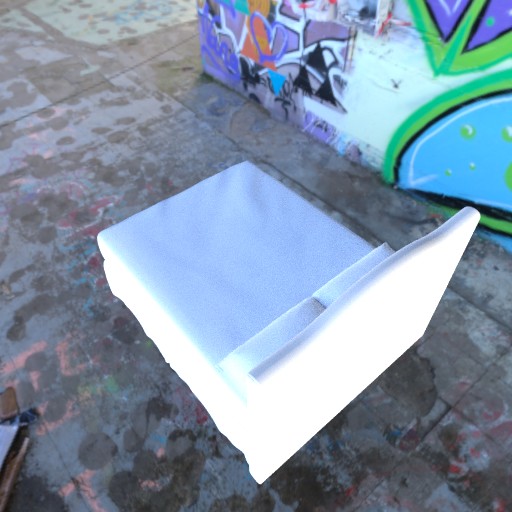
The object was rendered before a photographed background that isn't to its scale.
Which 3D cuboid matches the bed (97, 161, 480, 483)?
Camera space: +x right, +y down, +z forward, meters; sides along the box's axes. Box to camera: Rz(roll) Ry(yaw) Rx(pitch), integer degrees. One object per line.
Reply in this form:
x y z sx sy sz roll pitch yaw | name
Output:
0.000 0.000 3.267 1.753 1.460 2.143 -32 54 -26 | bed
